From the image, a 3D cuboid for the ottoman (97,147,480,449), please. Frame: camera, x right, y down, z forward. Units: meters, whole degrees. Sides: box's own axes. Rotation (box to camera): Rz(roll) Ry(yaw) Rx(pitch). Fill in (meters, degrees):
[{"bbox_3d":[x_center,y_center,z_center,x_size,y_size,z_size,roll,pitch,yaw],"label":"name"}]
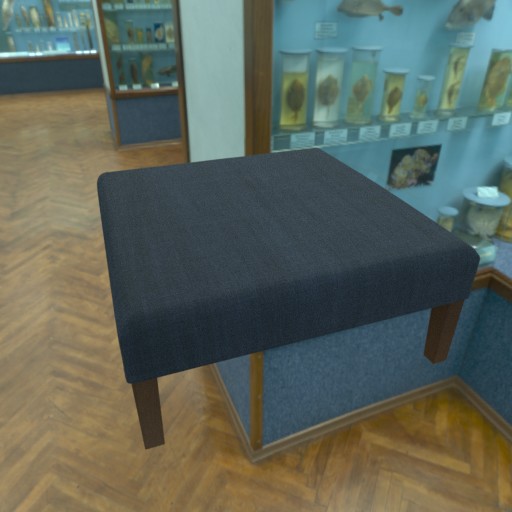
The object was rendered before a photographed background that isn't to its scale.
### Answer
[{"bbox_3d":[0.000,0.000,1.415,0.889,0.411,0.890,-11,33,-17],"label":"ottoman"}]
